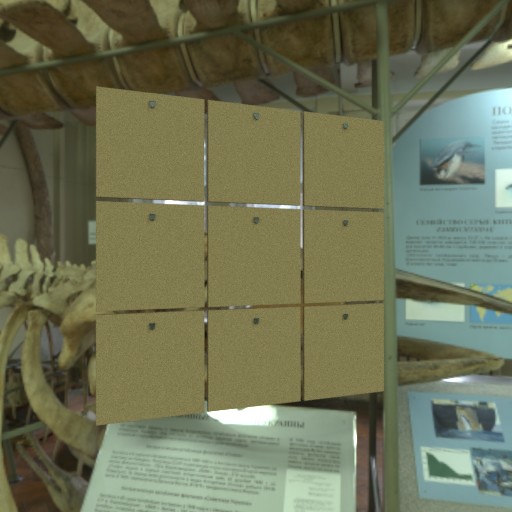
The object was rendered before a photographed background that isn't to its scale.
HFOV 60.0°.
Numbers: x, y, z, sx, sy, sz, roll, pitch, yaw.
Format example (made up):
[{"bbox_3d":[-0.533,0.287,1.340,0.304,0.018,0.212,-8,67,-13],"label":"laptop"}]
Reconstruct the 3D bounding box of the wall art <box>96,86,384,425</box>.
[{"bbox_3d":[0.000,0.000,1.799,1.221,1.218,0.024,0,0,-19],"label":"wall art"}]
